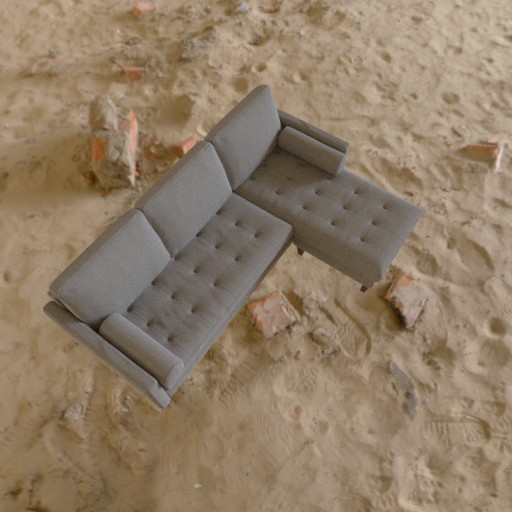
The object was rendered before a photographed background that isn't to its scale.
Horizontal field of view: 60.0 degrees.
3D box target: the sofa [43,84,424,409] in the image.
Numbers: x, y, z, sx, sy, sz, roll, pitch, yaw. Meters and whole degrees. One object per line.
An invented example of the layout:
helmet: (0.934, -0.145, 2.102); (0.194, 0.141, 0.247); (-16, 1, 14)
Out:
sofa: (0.000, 0.000, 2.921); (1.506, 0.875, 2.178); (31, 65, 17)
